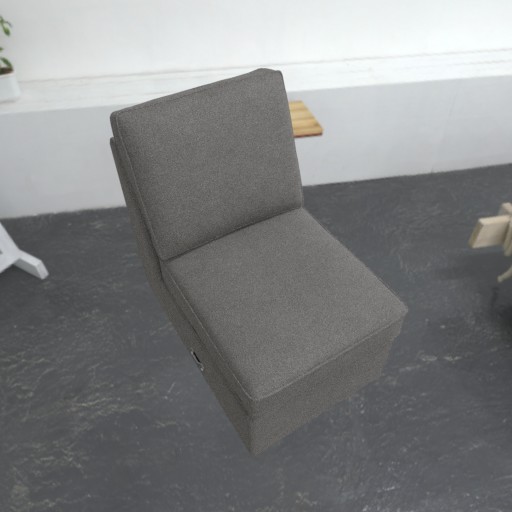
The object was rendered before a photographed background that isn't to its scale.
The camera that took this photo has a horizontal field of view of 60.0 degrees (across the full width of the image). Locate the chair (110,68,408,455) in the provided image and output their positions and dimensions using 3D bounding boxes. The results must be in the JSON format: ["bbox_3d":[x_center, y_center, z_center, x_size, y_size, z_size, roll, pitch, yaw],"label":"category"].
[{"bbox_3d":[0.000,0.000,1.569,0.621,0.970,0.938,-24,50,-22],"label":"chair"}]
